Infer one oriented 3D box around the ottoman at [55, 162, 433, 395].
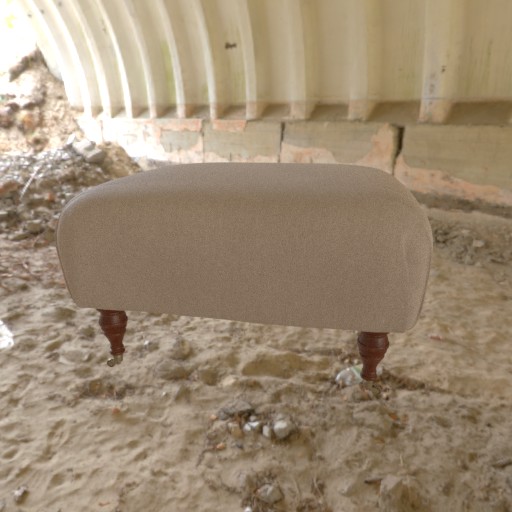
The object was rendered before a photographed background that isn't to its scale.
[{"bbox_3d":[0.000,0.000,1.116,0.746,0.450,0.622,3,18,10],"label":"ottoman"}]
